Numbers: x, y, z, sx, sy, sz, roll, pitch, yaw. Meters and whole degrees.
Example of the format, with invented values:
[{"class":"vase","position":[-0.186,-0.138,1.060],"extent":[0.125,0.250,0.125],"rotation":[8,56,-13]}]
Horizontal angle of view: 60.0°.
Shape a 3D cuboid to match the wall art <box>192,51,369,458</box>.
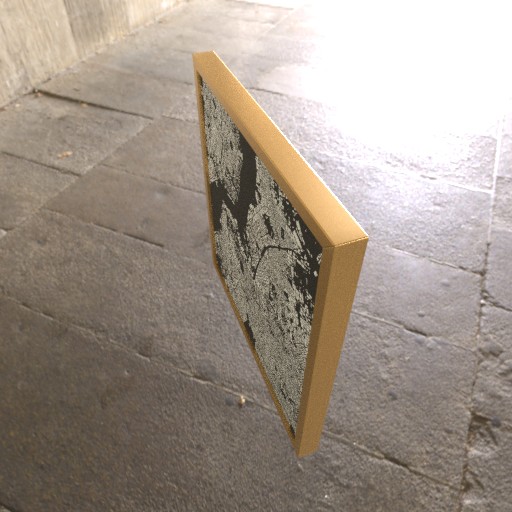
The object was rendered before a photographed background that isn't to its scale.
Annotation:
[{"class":"wall art","position":[0.000,0.000,0.460],"extent":[0.023,0.305,0.305],"rotation":[-15,47,-15]}]
